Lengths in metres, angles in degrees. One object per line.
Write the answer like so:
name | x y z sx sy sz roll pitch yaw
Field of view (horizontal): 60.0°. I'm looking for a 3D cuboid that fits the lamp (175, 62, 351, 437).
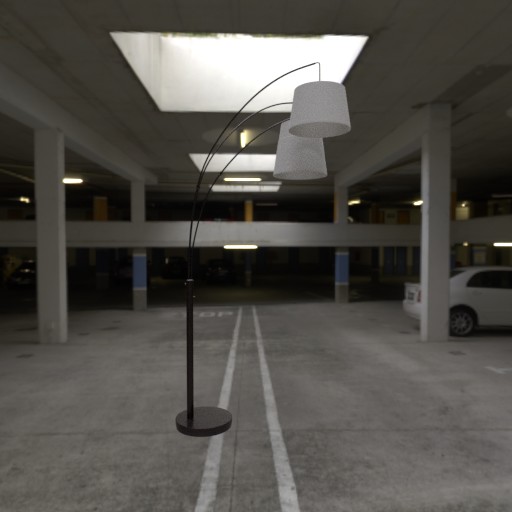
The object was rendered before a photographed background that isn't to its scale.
lamp | 0.000 0.000 2.549 0.924 1.950 0.951 0 2 -1
